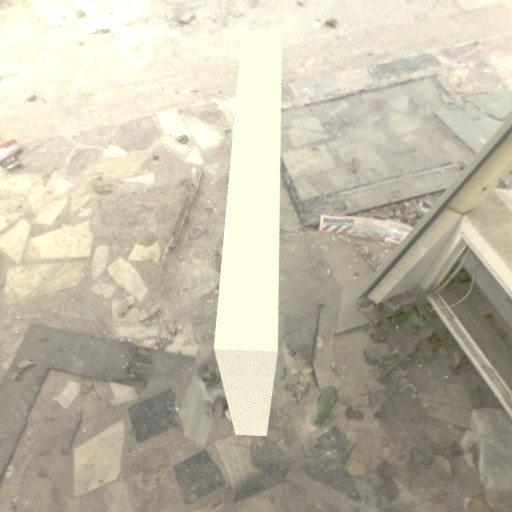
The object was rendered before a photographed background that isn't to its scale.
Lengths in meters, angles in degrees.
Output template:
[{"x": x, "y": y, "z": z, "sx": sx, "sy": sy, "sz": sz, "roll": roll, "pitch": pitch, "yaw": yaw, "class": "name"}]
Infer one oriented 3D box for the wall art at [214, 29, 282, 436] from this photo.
[{"x": 0.000, "y": 0.000, "z": 0.462, "sx": 0.037, "sy": 0.305, "sz": 0.305, "roll": 2, "pitch": 60, "yaw": 1, "class": "wall art"}]
